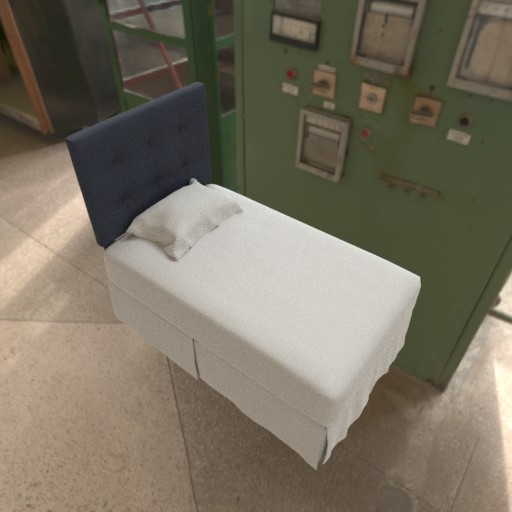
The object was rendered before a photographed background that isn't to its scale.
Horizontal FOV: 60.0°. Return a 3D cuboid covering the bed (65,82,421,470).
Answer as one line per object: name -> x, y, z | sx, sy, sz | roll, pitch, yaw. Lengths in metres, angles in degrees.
bed -> 0.000, 0.000, 2.981 | 1.997, 1.571, 1.261 | 27, 49, 27
